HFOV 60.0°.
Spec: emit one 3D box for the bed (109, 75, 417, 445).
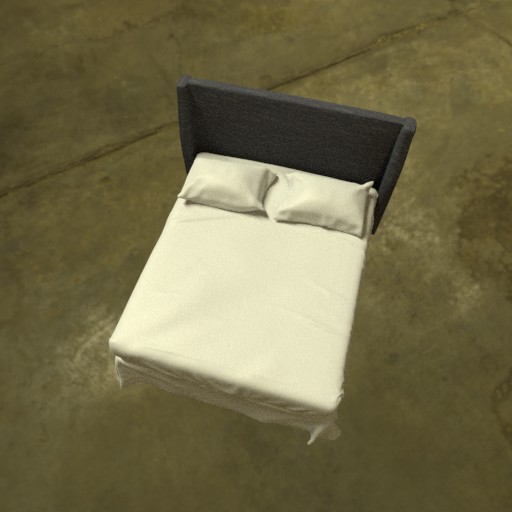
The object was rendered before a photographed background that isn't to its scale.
[{"bbox_3d":[0.000,0.000,3.486,1.925,1.332,2.276,14,60,8],"label":"bed"}]
